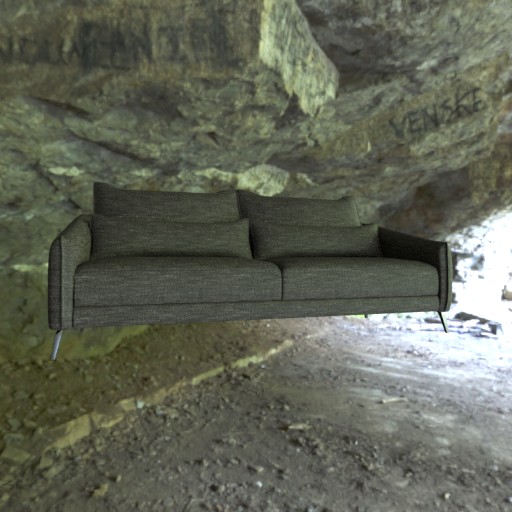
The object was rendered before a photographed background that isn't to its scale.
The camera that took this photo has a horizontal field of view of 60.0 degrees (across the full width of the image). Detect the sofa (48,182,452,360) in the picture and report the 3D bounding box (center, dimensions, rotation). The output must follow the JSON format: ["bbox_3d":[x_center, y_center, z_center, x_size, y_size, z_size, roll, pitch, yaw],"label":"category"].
[{"bbox_3d":[0.000,0.000,2.438,2.019,0.843,0.807,0,-1,-19],"label":"sofa"}]
